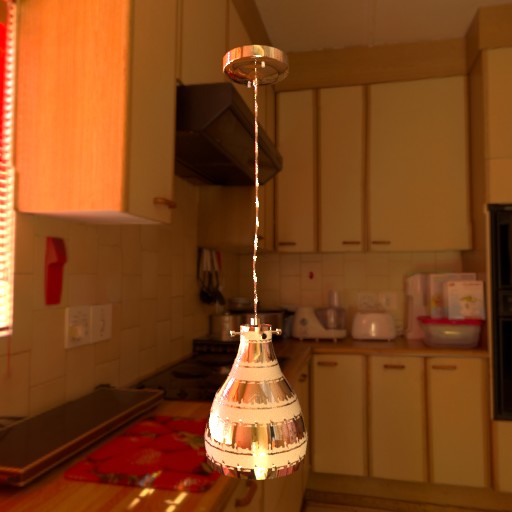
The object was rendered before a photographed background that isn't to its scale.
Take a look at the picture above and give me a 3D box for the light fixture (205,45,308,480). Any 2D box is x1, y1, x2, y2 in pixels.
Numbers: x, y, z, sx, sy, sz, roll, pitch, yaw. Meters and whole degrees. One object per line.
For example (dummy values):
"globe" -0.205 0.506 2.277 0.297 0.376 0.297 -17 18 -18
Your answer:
"light fixture" 0.000 0.000 1.635 0.374 1.457 0.374 1 -3 -17
